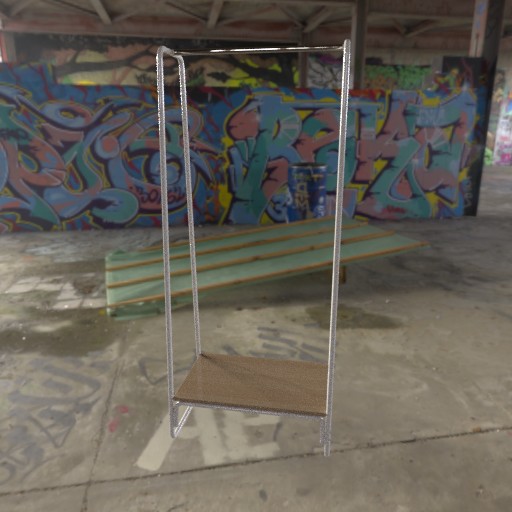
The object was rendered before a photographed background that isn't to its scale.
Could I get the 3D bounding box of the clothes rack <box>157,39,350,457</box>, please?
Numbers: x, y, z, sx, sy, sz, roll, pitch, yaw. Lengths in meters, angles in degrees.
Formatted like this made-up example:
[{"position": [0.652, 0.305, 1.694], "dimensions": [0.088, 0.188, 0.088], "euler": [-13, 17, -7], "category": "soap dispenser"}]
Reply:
[{"position": [0.000, 0.000, 1.734], "dimensions": [0.640, 1.500, 0.400], "euler": [3, 16, 10], "category": "clothes rack"}]
